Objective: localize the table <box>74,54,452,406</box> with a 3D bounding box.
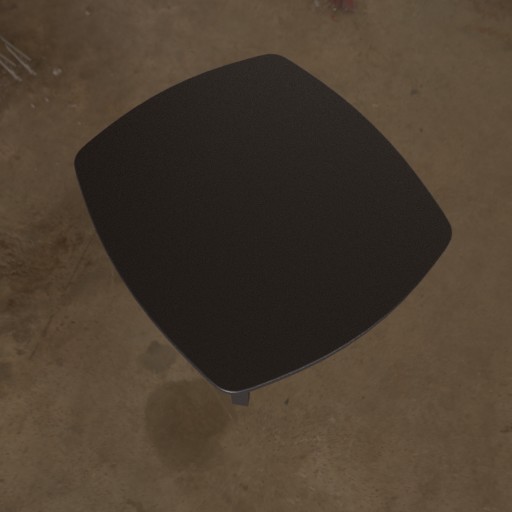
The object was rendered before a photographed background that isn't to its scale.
[{"bbox_3d":[0.000,0.000,0.865,0.457,0.457,0.508,-33,70,-14],"label":"table"}]
